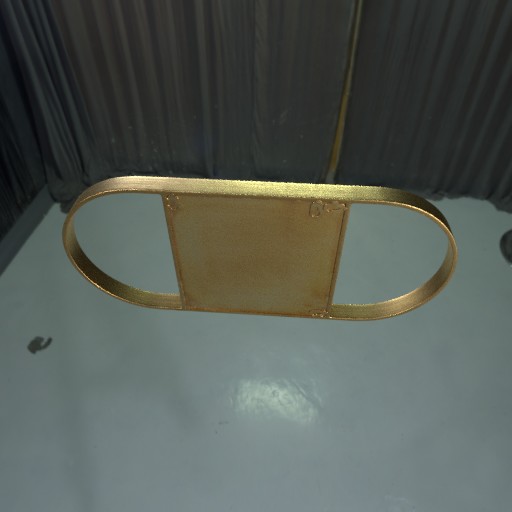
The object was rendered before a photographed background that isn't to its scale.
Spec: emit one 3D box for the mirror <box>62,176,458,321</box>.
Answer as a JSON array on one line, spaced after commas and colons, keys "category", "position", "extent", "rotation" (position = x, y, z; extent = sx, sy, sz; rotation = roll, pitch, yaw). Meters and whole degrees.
[{"category": "mirror", "position": [0.000, 0.000, 0.677], "extent": [0.584, 0.254, 0.032], "rotation": [3, 45, 3]}]
